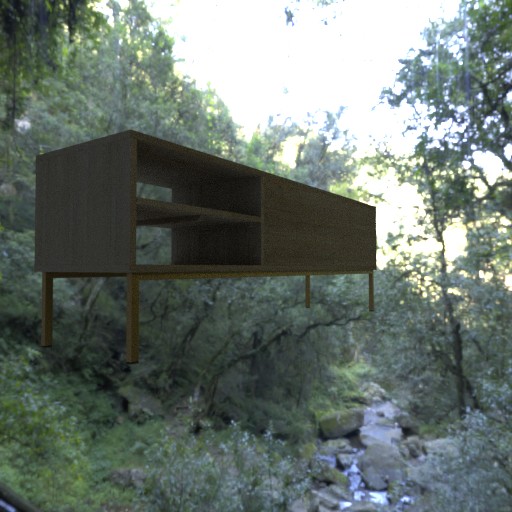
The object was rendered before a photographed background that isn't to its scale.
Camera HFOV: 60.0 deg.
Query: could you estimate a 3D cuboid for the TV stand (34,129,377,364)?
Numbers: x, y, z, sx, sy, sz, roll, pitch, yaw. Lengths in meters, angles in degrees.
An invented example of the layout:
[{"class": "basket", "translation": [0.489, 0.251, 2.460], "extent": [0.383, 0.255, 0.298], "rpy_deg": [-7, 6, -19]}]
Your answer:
[{"class": "TV stand", "translation": [0.000, 0.000, 1.800], "extent": [0.420, 0.550, 1.600], "rpy_deg": [-1, -2, 35]}]
